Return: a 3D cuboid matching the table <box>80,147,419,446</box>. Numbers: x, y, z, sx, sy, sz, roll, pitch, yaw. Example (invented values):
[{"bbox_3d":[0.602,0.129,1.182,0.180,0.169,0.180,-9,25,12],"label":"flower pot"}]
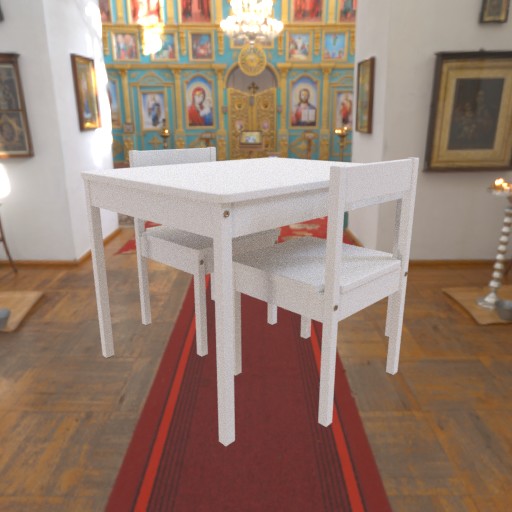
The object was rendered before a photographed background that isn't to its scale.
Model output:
[{"bbox_3d":[0.000,0.000,1.117,0.672,0.503,0.650,16,23,43],"label":"table"}]
